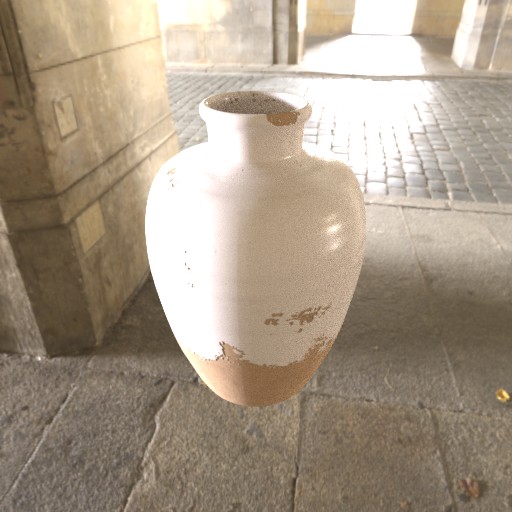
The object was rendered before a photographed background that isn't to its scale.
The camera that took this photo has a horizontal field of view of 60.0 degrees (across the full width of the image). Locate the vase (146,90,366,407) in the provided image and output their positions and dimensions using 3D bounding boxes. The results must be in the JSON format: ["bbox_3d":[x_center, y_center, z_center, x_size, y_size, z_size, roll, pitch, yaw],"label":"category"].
[{"bbox_3d":[0.000,0.000,0.338,0.158,0.228,0.158,0,32,0],"label":"vase"}]
